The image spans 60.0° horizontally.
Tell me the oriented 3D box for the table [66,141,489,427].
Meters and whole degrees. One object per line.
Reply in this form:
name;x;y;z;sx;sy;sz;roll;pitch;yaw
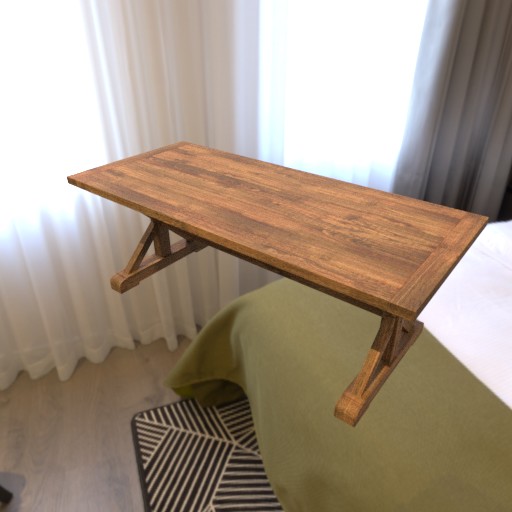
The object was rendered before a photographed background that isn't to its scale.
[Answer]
table;0.000;0.000;2.469;2.031;0.733;0.907;22;37;32
